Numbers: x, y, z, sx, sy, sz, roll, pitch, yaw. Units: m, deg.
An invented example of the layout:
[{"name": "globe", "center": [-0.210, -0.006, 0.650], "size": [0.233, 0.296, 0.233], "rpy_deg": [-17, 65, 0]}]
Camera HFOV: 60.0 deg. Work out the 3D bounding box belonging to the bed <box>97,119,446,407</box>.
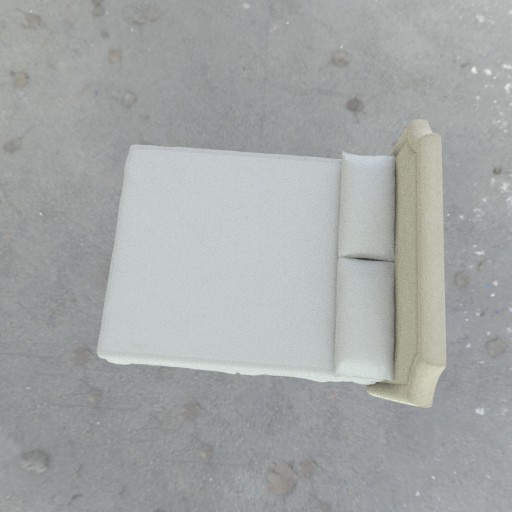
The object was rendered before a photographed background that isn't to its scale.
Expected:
[{"name": "bed", "center": [0.000, 0.000, 3.148], "size": [2.164, 1.297, 1.828], "rpy_deg": [4, 76, 1]}]
